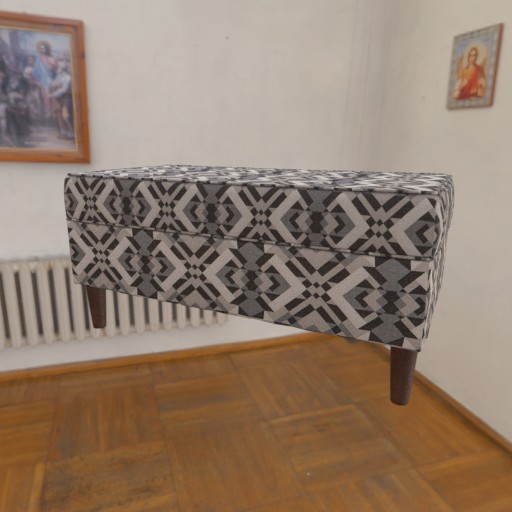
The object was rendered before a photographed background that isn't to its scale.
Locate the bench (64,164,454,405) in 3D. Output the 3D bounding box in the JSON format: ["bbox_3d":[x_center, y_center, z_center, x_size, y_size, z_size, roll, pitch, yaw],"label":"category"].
[{"bbox_3d":[0.000,0.000,1.299,1.016,0.477,0.492,7,17,26],"label":"bench"}]
